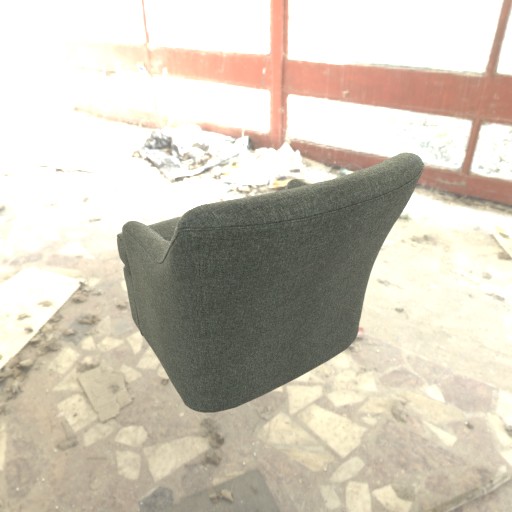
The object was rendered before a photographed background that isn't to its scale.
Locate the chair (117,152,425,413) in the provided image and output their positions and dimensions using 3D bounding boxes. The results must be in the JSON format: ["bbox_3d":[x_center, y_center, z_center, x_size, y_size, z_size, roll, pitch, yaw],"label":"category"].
[{"bbox_3d":[0.000,0.000,1.638,0.864,0.856,0.923,-19,35,-29],"label":"chair"}]
